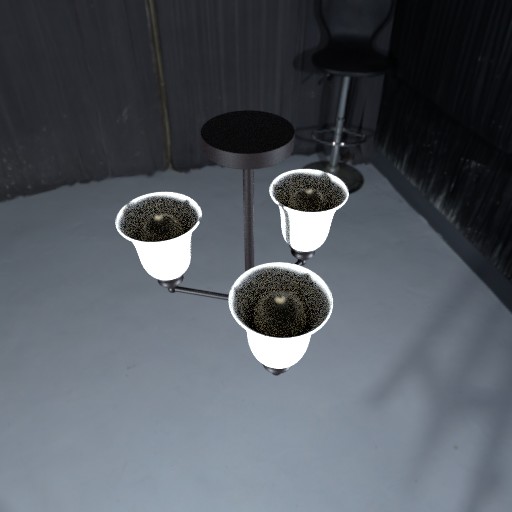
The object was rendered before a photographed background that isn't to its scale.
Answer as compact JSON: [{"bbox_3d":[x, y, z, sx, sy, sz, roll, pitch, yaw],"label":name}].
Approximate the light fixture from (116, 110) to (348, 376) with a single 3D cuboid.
[{"bbox_3d":[0.000,0.000,0.665,0.388,0.370,0.354,-11,43,-12],"label":"light fixture"}]
